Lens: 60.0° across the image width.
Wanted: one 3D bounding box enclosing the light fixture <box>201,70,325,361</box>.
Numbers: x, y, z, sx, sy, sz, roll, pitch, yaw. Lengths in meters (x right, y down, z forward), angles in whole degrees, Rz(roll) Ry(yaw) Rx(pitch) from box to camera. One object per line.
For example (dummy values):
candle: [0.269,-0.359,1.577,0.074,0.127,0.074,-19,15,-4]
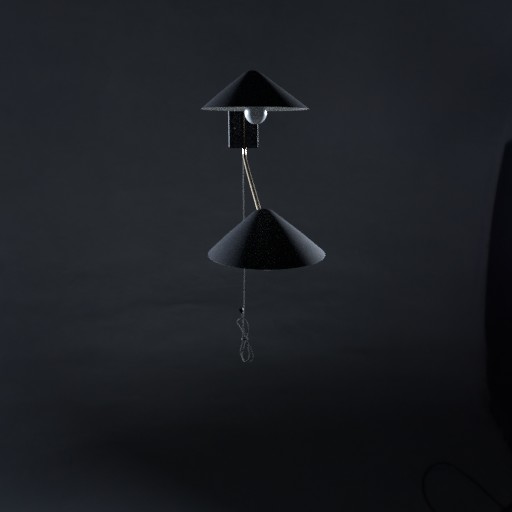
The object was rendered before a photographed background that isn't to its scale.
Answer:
light fixture: [0.000,0.000,0.843,0.189,0.665,0.422,-2,16,-8]
